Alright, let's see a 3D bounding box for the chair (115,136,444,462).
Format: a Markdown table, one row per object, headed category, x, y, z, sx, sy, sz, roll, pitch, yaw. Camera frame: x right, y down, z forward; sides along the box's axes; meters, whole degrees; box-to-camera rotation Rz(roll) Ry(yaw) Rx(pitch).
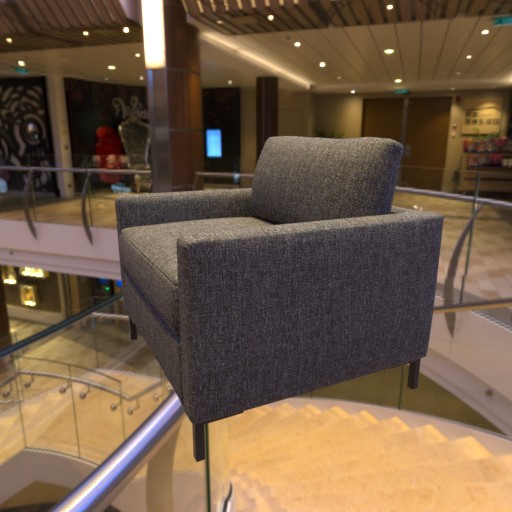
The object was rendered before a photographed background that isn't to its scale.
| category | x | y | z | sx | sy | sz | roll | pitch | yaw |
| --- | --- | --- | --- | --- | --- | --- | --- | --- | --- |
| chair | 0.000 | 0.000 | 1.644 | 0.866 | 0.861 | 0.963 | -7 | 17 | -26 |
